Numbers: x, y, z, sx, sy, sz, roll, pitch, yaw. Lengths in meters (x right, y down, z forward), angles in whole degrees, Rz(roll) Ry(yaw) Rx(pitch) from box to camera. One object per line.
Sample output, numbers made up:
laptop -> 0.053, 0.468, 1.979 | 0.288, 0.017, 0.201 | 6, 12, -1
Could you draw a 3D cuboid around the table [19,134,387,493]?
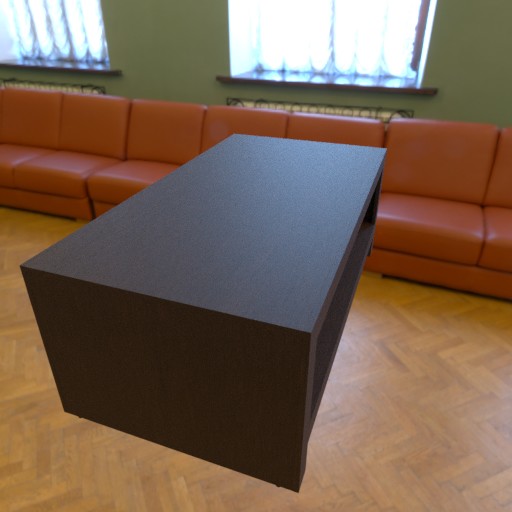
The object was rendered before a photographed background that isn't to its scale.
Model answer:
table -> 0.000, 0.000, 1.345 | 0.597, 0.424, 1.099 | 10, 31, 18
